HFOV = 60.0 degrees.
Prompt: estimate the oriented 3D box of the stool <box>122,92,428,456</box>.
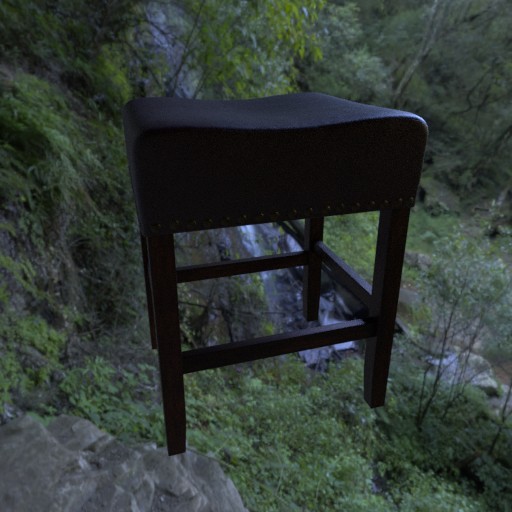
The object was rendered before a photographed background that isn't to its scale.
[{"bbox_3d":[0.000,0.000,0.929,0.465,0.608,0.397,-7,26,-15],"label":"stool"}]
